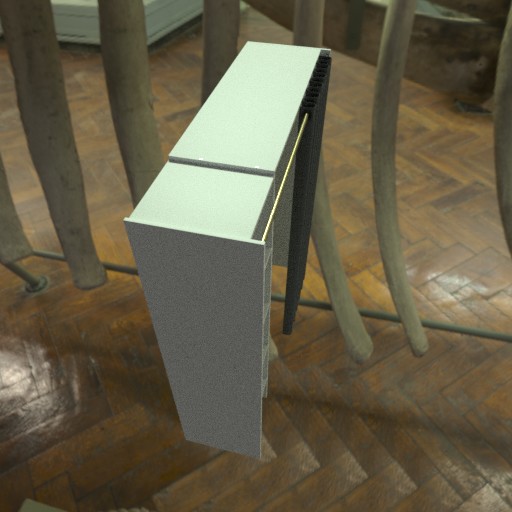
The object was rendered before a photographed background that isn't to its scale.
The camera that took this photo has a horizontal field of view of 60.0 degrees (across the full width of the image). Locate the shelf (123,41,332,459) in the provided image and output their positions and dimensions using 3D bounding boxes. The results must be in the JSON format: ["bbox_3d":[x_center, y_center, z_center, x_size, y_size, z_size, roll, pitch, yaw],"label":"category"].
[{"bbox_3d":[0.000,0.000,2.604,0.500,1.810,1.600,10,47,10],"label":"shelf"}]
